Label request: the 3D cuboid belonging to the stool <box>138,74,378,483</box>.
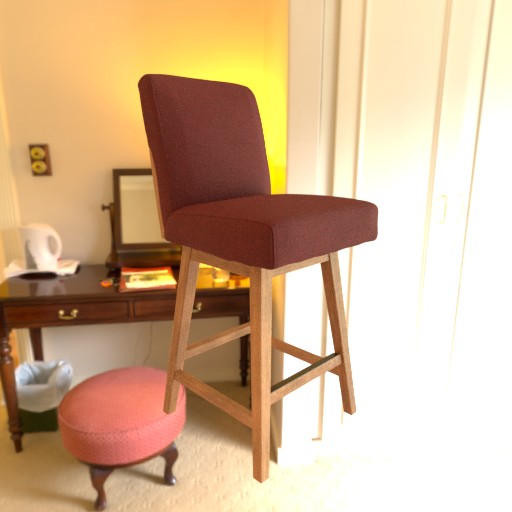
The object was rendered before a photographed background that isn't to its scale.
[{"bbox_3d":[0.000,0.000,1.323,0.468,1.038,0.562,-14,20,-43],"label":"stool"}]
